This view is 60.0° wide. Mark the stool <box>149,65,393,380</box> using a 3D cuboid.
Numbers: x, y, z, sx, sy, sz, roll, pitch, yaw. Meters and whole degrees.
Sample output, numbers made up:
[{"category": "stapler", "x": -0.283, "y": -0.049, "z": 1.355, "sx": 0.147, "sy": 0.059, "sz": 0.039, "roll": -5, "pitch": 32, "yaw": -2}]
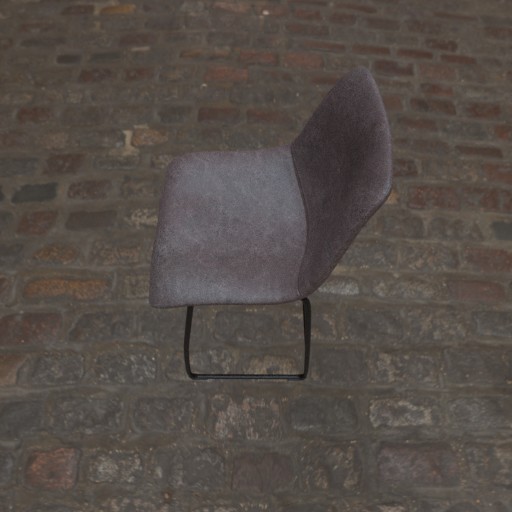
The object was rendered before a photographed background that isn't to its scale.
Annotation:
[{"category": "stool", "x": 0.000, "y": 0.000, "z": 1.373, "sx": 0.561, "sy": 1.082, "sz": 0.514, "roll": 0, "pitch": 58, "yaw": 0}]
